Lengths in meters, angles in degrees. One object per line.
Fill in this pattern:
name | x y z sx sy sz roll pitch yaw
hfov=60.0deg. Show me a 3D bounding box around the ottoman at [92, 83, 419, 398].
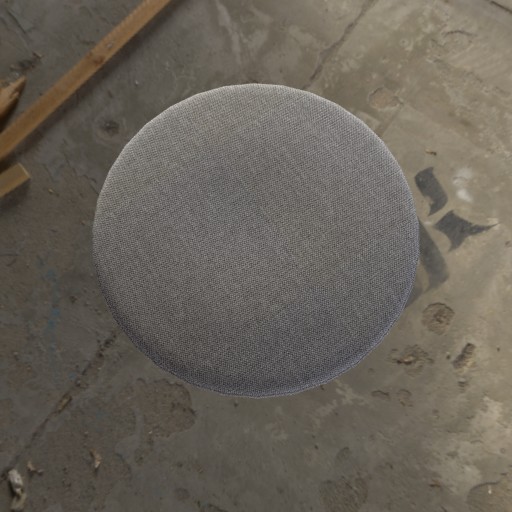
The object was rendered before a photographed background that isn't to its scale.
ottoman | 0.000 0.000 0.852 0.500 0.419 0.500 0 76 0
